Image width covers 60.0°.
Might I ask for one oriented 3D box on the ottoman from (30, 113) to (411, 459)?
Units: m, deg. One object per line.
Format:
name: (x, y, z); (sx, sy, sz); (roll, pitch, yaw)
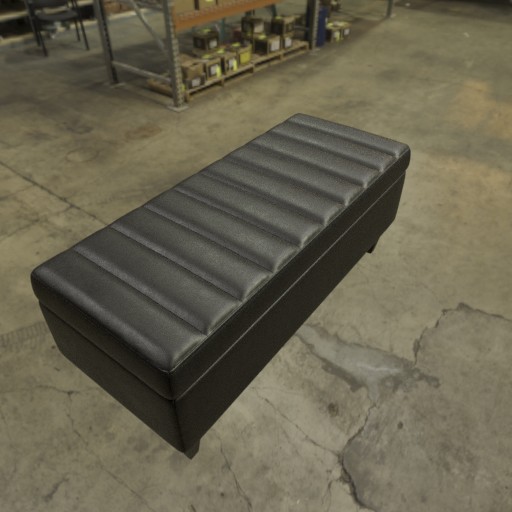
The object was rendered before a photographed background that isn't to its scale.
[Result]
ottoman: (0.000, 0.000, 1.390); (0.482, 0.469, 1.151); (26, 47, 27)
